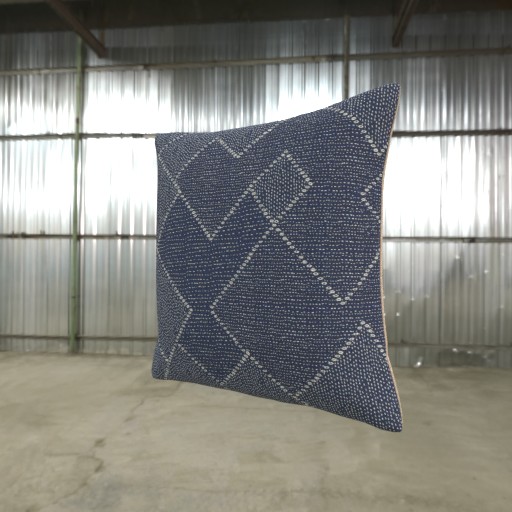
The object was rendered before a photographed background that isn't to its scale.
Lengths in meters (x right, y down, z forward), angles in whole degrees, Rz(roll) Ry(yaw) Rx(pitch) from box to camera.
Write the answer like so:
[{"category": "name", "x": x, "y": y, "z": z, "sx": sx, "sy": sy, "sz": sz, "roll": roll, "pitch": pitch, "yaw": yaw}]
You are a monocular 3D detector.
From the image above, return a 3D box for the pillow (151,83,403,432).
[{"category": "pillow", "x": 0.000, "y": 0.000, "z": 0.663, "sx": 0.435, "sy": 0.428, "sz": 0.148, "roll": 0, "pitch": 0, "yaw": 34}]
